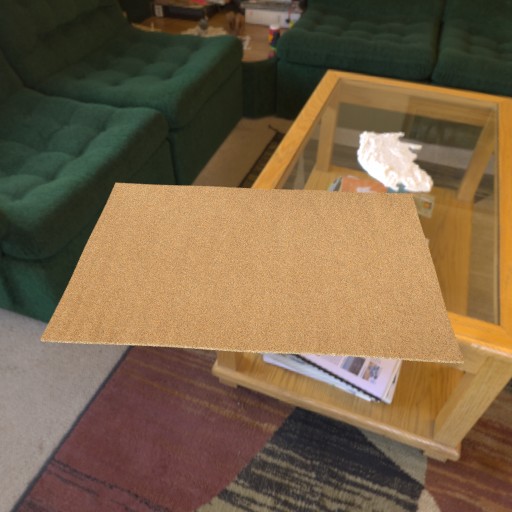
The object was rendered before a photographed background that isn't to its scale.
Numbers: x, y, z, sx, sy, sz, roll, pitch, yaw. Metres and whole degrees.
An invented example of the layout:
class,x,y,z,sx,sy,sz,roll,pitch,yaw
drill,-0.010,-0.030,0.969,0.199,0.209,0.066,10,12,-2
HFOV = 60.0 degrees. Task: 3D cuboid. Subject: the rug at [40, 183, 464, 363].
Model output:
class,x,y,z,sx,sy,sz,roll,pitch,yaw
rug,0.000,0.000,2.982,2.346,0.025,1.500,2,45,2
